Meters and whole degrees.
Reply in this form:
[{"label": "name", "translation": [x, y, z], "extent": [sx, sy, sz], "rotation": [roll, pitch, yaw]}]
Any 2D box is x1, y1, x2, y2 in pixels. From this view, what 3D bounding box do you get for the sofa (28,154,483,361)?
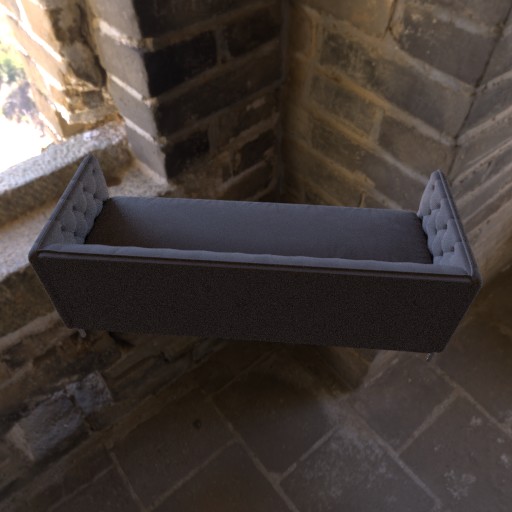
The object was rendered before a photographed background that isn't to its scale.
[{"label": "sofa", "translation": [0.000, 0.000, 2.642], "extent": [2.209, 0.771, 0.895], "rotation": [3, 47, 3]}]
